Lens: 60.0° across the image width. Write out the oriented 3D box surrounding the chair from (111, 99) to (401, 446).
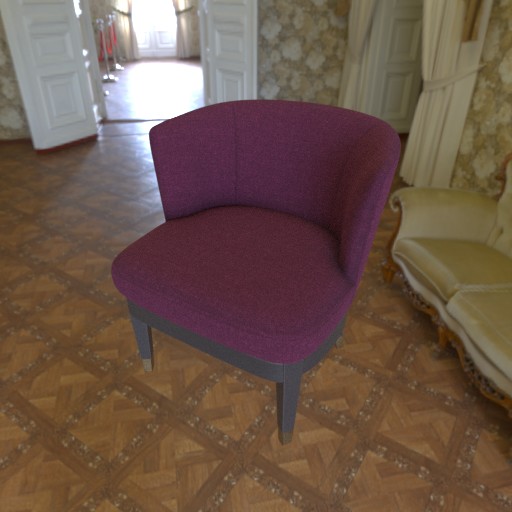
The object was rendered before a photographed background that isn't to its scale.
[{"bbox_3d":[0.000,0.000,1.302,0.700,0.760,0.660,18,35,27],"label":"chair"}]
